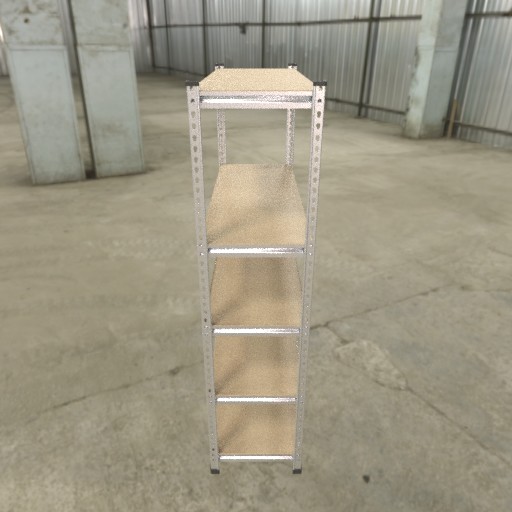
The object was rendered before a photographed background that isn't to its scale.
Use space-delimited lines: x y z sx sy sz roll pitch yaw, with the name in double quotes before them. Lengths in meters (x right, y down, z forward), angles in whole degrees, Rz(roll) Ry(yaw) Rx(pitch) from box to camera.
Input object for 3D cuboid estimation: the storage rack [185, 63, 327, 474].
"storage rack" 0.000 0.000 2.359 0.457 1.829 1.219 0 26 0
